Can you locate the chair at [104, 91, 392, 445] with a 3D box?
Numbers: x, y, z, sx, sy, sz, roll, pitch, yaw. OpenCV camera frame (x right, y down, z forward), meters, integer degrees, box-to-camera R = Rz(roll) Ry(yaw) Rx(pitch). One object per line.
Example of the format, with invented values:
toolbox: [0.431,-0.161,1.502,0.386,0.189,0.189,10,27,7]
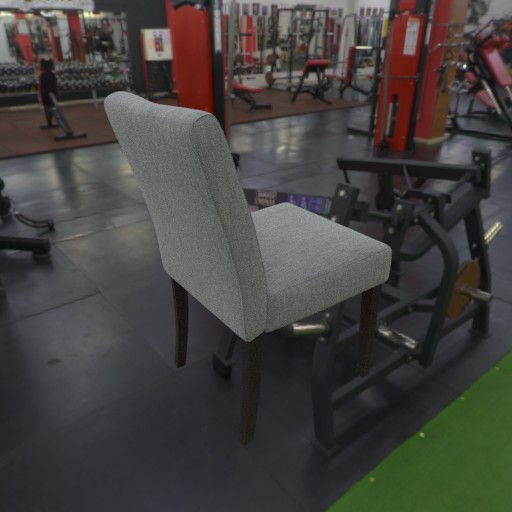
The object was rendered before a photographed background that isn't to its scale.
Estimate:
chair: [0.000,0.000,1.261,0.629,0.884,0.487,-18,32,-32]
